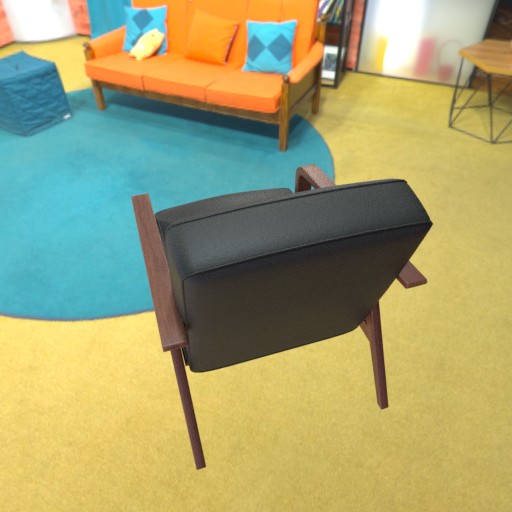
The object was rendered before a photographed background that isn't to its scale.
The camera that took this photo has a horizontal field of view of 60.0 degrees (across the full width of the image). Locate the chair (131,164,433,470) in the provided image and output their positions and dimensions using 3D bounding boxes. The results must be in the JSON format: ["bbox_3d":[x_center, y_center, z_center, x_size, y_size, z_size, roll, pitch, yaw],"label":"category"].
[{"bbox_3d":[0.000,0.000,1.495,0.719,0.861,0.889,-12,44,-13],"label":"chair"}]
